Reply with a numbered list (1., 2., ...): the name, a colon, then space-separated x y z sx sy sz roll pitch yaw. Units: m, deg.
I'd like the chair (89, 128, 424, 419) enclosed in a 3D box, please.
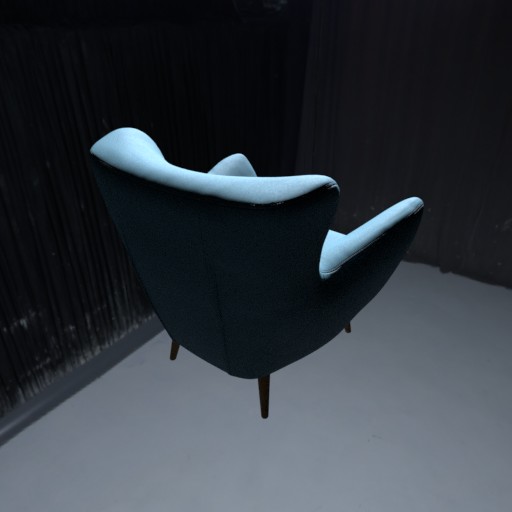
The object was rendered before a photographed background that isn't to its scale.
1. chair: 0.000 0.000 1.591 0.890 0.889 0.889 22 37 32
